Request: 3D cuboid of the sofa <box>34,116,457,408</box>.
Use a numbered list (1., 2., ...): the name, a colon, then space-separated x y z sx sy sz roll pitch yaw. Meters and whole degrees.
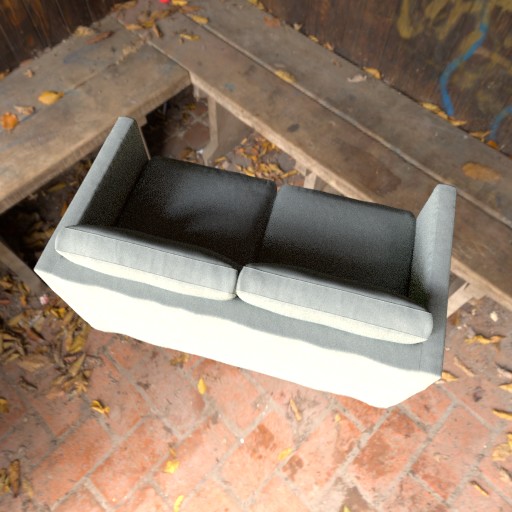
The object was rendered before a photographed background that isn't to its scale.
1. sofa: 0.000 0.000 2.210 1.727 0.830 0.944 14 63 7
